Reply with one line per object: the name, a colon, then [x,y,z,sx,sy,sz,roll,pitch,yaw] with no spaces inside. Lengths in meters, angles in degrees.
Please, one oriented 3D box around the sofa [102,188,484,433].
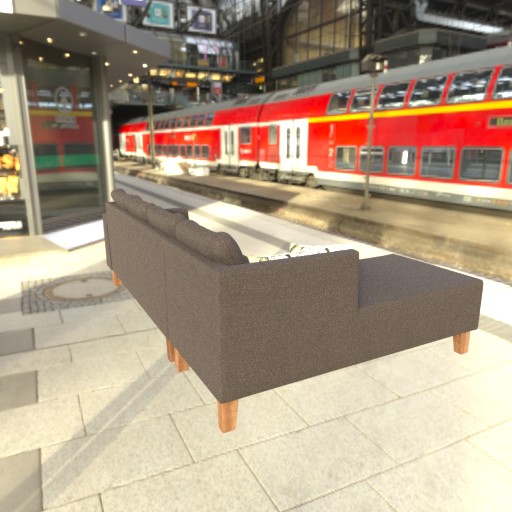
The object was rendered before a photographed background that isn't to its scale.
sofa: [0.000,0.000,3.479,1.829,0.932,2.679,-8,16,-27]
